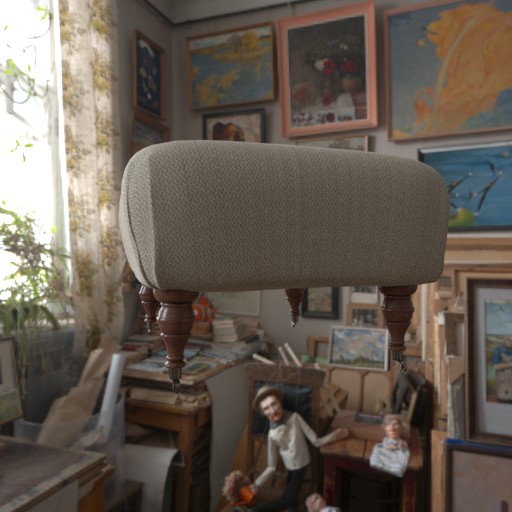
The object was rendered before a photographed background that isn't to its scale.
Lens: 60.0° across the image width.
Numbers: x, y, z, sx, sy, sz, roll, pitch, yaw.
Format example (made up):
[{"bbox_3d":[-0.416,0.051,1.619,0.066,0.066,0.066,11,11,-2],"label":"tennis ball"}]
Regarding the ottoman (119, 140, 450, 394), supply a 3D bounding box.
[{"bbox_3d":[0.000,0.000,1.059,0.622,0.447,0.684,0,0,-18],"label":"ottoman"}]
